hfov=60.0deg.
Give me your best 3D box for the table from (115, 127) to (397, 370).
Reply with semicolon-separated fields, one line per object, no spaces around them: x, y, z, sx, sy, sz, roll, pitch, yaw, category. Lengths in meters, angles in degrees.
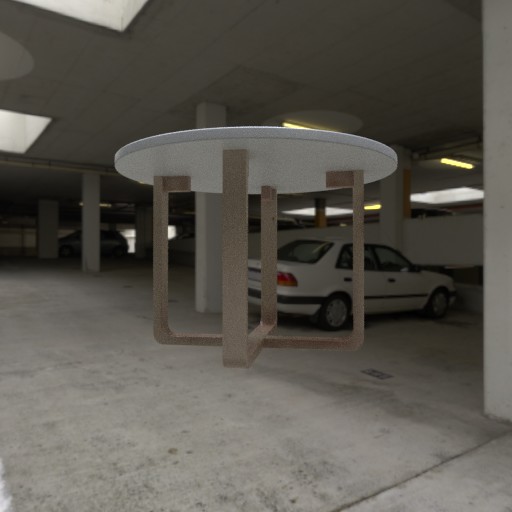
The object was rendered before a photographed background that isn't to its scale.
0.000;0.000;0.987;0.600;0.400;0.600;0;0;0;table
